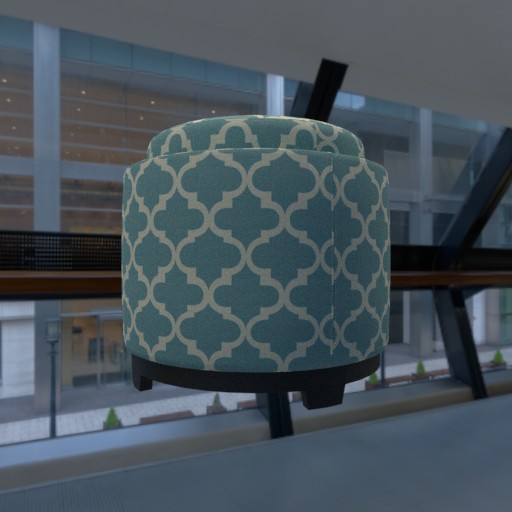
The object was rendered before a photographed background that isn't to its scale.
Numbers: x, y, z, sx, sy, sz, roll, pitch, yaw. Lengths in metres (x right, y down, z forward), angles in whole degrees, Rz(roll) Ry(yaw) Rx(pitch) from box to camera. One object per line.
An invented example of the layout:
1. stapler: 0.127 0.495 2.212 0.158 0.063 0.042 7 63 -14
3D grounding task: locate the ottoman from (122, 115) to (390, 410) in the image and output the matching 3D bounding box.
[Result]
1. ottoman: 0.000 0.000 0.827 0.480 0.429 0.480 0 0 0
